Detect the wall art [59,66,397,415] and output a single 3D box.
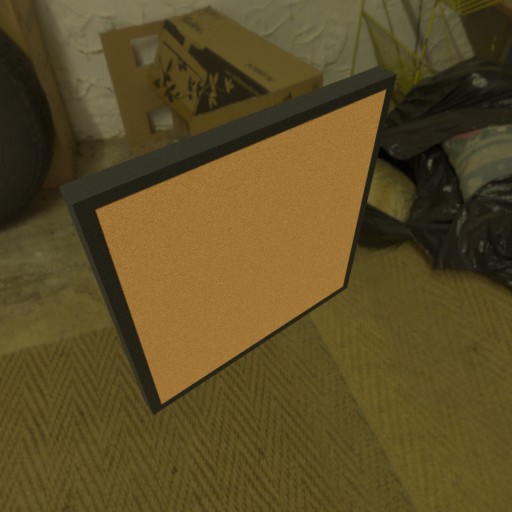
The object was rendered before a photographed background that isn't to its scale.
[{"bbox_3d":[0.000,0.000,0.757,0.506,0.506,0.037,-29,53,-25],"label":"wall art"}]
